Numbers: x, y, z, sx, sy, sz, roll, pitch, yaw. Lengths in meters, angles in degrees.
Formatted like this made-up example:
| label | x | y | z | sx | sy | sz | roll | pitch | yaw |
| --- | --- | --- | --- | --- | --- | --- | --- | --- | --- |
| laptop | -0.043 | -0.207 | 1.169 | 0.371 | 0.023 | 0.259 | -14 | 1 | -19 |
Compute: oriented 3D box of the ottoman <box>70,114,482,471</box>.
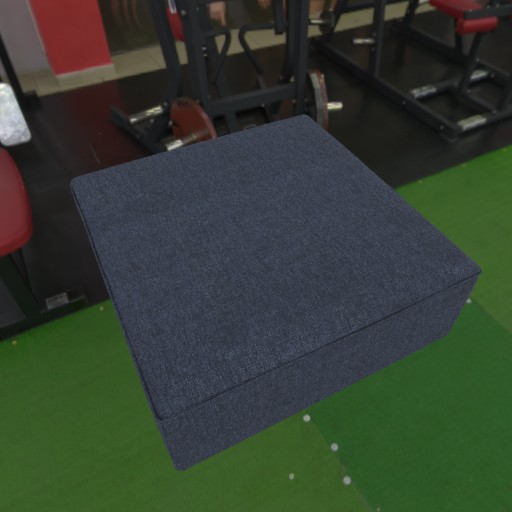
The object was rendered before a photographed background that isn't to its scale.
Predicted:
| label | x | y | z | sx | sy | sz | roll | pitch | yaw |
| --- | --- | --- | --- | --- | --- | --- | --- | --- | --- |
| ottoman | 0.000 | 0.000 | 1.565 | 1.023 | 0.423 | 1.017 | -20 | 50 | -18 |
